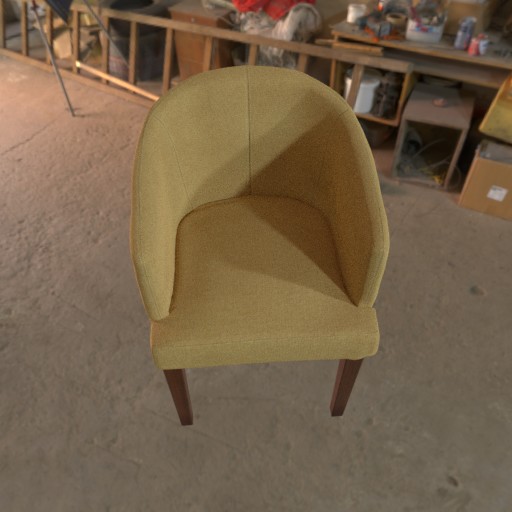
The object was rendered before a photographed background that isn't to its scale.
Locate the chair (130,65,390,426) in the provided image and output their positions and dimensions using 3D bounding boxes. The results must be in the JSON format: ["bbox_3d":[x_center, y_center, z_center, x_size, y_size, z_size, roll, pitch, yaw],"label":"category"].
[{"bbox_3d":[0.000,0.000,1.243,0.583,0.811,0.655,-3,46,-3],"label":"chair"}]
